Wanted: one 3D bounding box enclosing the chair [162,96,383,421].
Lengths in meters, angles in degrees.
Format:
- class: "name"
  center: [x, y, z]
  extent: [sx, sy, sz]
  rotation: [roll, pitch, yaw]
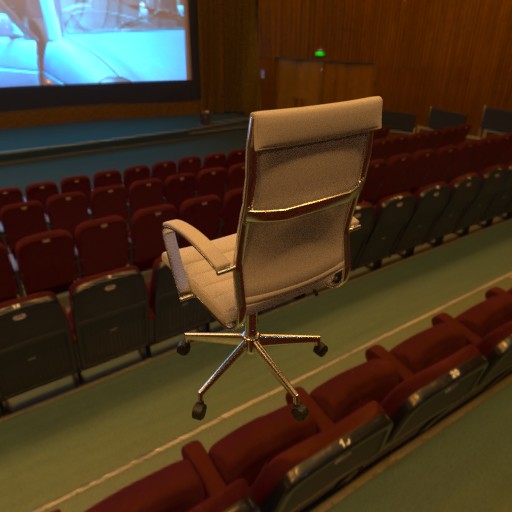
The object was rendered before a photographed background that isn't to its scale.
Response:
- class: "chair"
  center: [0.000, 0.000, 1.622]
  extent: [0.679, 1.149, 0.667]
  rotation: [-18, 33, -30]
